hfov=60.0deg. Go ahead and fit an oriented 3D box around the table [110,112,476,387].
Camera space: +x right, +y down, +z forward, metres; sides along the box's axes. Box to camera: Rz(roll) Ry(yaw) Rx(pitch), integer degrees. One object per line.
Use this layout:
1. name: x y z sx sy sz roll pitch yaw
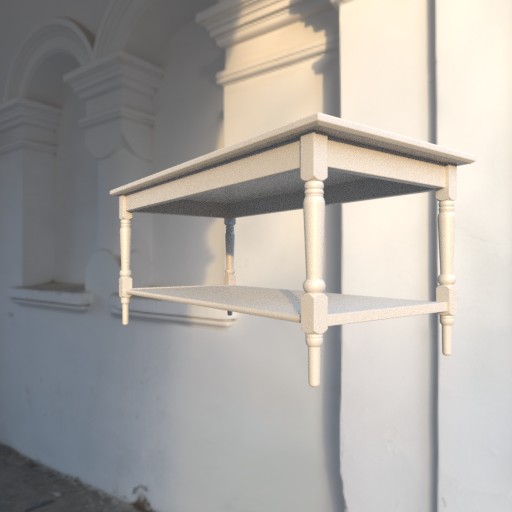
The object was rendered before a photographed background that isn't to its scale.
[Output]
1. table: 0.000 0.000 1.389 0.551 0.506 1.109 0 -1 -37
